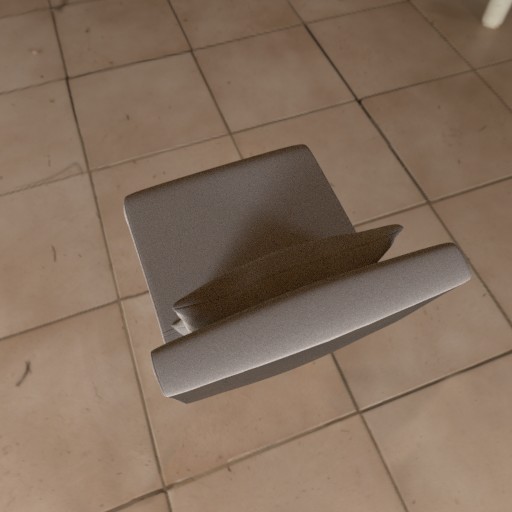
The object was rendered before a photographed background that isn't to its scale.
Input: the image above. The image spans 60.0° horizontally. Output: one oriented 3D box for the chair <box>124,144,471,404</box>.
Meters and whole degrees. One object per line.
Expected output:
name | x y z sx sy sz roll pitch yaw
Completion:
chair | 0.000 0.000 1.503 0.770 0.808 0.902 -19 62 -10
